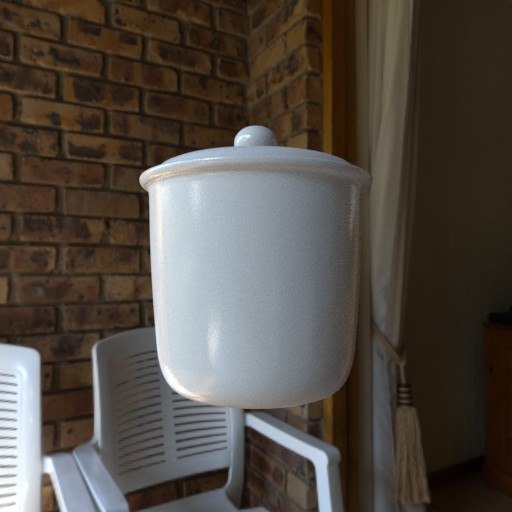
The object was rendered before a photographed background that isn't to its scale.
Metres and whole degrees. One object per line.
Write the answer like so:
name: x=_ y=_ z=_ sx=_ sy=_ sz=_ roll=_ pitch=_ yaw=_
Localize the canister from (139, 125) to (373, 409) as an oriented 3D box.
canister: x=0.000 y=0.000 z=0.356 sx=0.182 sy=0.208 sz=0.182 roll=0 pitch=-1 yaw=0
